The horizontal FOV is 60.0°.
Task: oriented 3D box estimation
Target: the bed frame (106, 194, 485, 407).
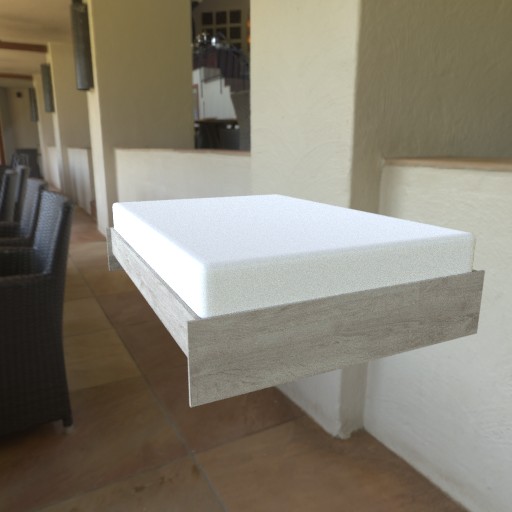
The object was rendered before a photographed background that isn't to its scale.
[{"bbox_3d":[0.000,0.000,2.639,1.445,0.497,1.945,-7,15,-25],"label":"bed frame"}]
